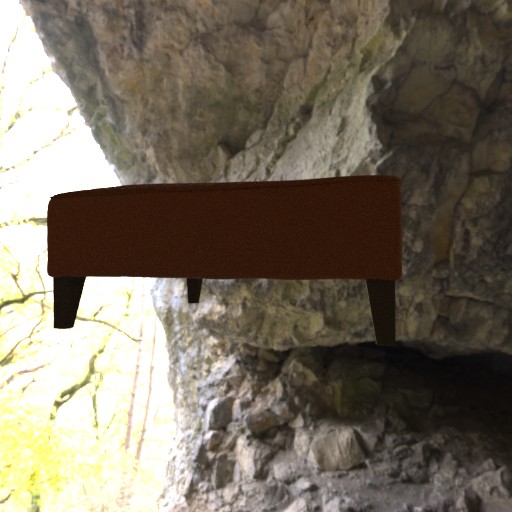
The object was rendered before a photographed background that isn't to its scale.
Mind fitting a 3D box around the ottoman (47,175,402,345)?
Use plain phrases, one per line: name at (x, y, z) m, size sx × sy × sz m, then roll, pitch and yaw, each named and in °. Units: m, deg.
ottoman at (0.000, 0.000, 1.613) m, size 0.997 × 0.438 × 0.999 m, roll 0°, pitch -1°, yaw 17°
